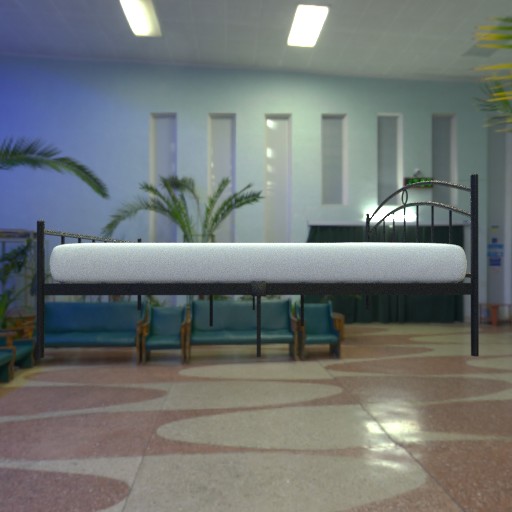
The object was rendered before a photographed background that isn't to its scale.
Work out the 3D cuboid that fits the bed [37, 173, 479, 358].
[{"bbox_3d":[0.000,0.000,2.974,2.040,0.940,1.880,0,0,-1],"label":"bed"}]
